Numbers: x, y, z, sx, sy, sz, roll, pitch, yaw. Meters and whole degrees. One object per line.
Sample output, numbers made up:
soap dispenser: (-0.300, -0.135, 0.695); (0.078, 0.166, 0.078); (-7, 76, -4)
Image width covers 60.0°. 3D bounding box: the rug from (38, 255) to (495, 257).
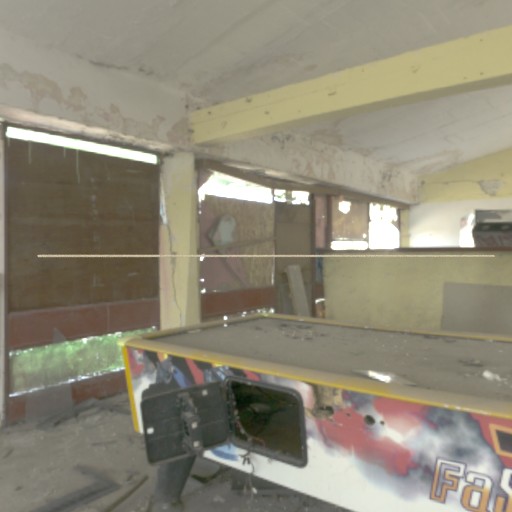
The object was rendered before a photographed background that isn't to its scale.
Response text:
rug: (0.000, 0.000, 2.270); (1.828, 0.007, 1.220); (0, 0, -17)
